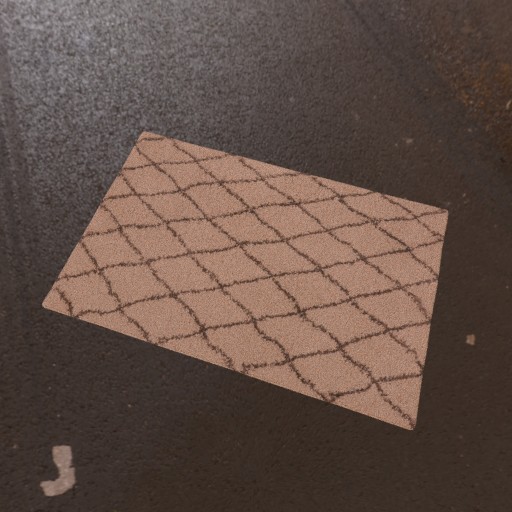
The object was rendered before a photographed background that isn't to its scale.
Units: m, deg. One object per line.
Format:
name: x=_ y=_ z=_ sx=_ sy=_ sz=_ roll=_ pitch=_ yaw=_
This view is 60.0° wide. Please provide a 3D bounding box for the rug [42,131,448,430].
rug: x=0.000 y=0.000 z=3.449 sx=2.743 sy=0.030 sz=1.778 roll=16 pitch=64 yaw=8
